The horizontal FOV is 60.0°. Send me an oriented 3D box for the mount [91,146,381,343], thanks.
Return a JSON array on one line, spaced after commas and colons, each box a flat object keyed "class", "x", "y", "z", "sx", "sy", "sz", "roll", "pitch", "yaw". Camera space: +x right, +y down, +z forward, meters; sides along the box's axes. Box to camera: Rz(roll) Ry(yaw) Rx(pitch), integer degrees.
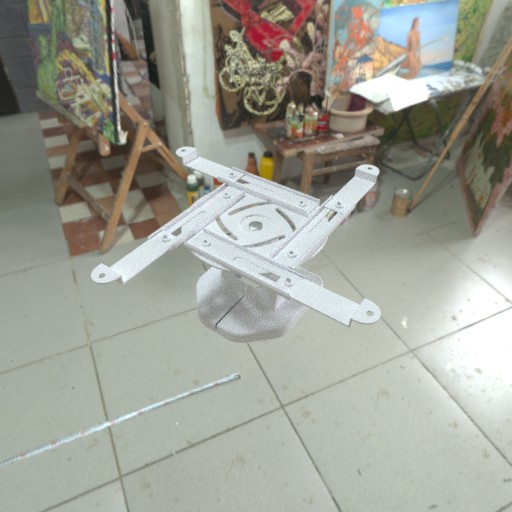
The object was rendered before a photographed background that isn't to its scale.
[{"class": "mount", "x": 0.000, "y": 0.000, "z": 0.605, "sx": 0.394, "sy": 0.141, "sz": 0.394, "roll": 25, "pitch": 47, "yaw": 26}]
